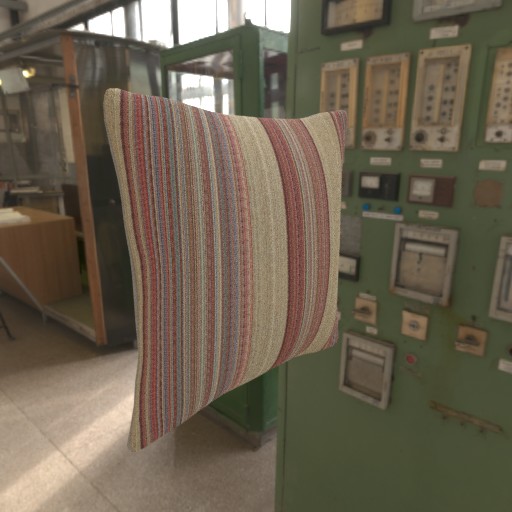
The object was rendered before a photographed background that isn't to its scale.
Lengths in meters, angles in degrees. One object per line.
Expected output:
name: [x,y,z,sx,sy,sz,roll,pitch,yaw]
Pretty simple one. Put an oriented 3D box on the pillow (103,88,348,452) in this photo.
pillow: [0.000,0.000,0.633,0.136,0.419,0.437,13,19,42]
